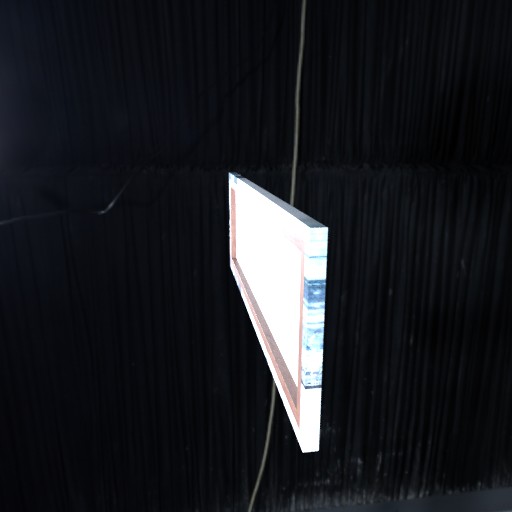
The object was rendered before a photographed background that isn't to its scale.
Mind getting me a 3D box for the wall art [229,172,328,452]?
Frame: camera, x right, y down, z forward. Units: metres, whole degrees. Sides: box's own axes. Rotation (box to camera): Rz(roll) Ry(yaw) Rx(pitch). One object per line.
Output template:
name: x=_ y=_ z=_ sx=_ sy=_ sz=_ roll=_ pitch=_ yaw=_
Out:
wall art: x=0.000 y=0.000 z=1.650 sx=0.037 sy=0.509 sz=1.524 roll=-2 pitch=15 yaw=-9
